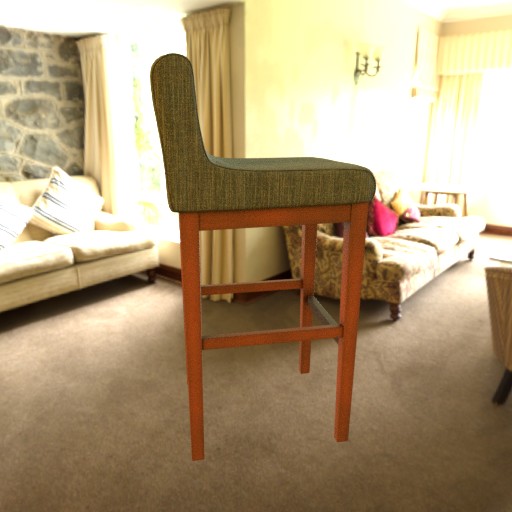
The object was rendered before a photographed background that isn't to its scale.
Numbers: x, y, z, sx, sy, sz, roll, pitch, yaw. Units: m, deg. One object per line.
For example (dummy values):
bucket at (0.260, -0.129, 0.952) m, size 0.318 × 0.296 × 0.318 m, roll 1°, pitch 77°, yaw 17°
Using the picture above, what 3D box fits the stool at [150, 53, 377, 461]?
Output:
stool at (0.000, 0.000, 1.216) m, size 0.499 × 0.965 × 0.426 m, roll -3°, pitch 16°, yaw -10°
